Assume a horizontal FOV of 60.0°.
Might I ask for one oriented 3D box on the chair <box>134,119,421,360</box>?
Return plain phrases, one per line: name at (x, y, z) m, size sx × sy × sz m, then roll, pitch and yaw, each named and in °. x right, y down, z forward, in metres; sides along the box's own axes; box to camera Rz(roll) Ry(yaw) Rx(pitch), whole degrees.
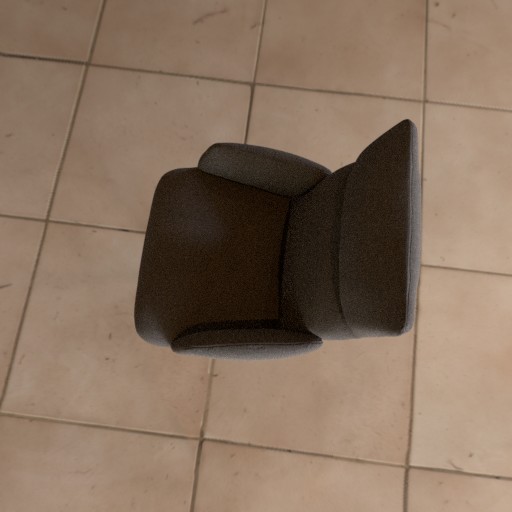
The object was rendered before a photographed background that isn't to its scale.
chair at (0.000, 0.000, 1.501) m, size 0.831 × 0.984 × 0.702 m, roll 6°, pitch 76°, yaw 1°
